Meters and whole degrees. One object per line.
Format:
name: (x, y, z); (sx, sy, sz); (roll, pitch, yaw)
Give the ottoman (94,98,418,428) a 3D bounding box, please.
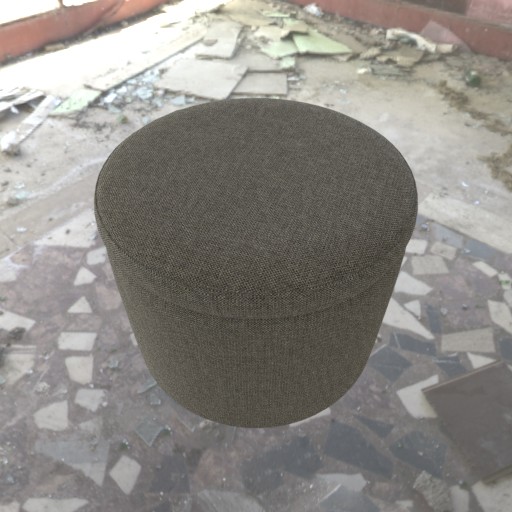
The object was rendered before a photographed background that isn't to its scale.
ottoman: (0.000, 0.000, 0.857); (0.520, 0.430, 0.520); (0, 46, 0)
